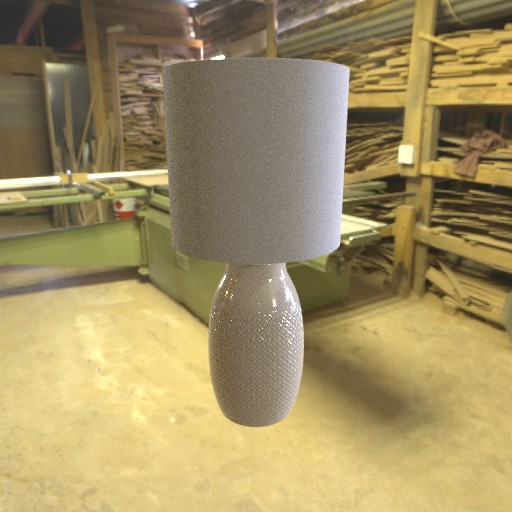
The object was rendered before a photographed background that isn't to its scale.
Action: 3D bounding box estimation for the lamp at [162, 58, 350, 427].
[{"bbox_3d":[0.000,0.000,0.585,0.217,0.453,0.217,-9,18,-27],"label":"lamp"}]
